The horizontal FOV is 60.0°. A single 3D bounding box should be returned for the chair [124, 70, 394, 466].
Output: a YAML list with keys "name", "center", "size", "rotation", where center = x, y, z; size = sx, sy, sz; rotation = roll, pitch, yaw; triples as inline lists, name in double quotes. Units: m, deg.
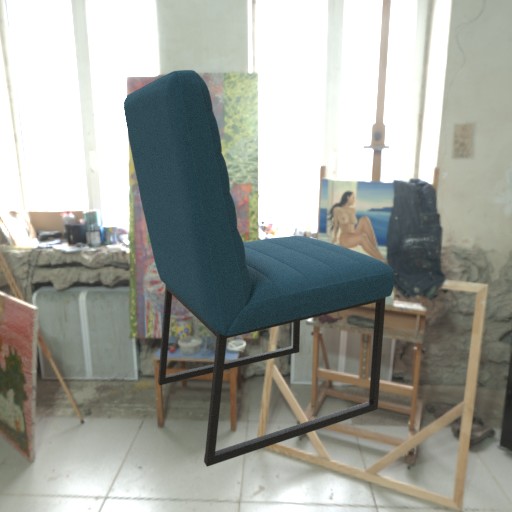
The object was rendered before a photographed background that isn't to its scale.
- name: "chair"
  center: [0.000, 0.000, 1.313]
  size: [0.634, 0.930, 0.520]
  rotation: [-7, 15, -26]
